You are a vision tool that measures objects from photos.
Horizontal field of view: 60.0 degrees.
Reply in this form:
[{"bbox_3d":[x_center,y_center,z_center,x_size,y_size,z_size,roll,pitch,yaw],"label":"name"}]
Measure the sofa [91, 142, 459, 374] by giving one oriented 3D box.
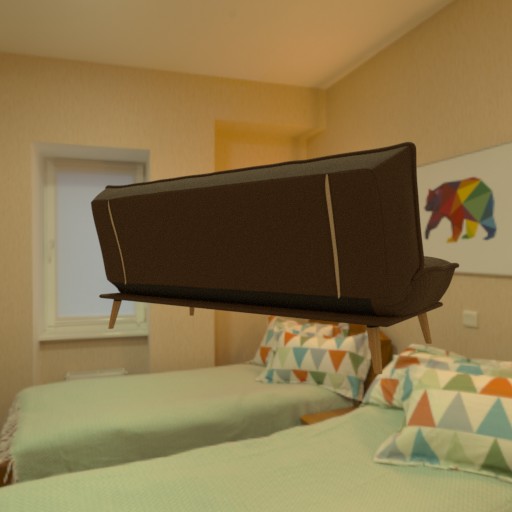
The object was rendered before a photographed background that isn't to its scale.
[{"bbox_3d":[0.000,0.000,2.492,1.940,0.890,0.950,0,1,36],"label":"sofa"}]
